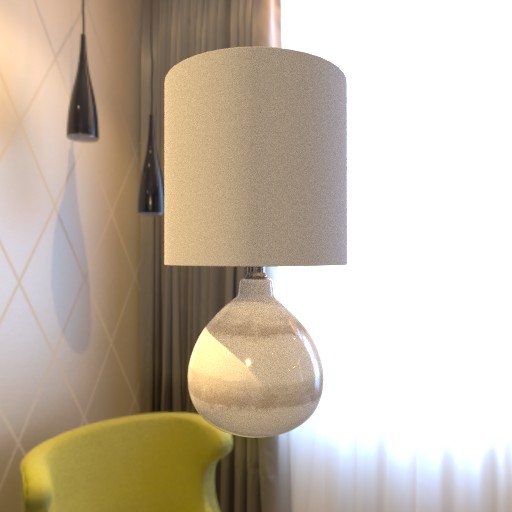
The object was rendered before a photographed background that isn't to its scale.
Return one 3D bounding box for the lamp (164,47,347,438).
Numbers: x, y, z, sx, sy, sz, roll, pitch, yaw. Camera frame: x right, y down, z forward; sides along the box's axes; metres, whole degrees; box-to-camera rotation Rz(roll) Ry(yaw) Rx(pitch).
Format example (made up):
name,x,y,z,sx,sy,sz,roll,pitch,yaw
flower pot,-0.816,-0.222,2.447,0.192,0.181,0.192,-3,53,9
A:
name,x,y,z,sx,sy,sz,roll,pitch,yaw
lamp,0.000,0.000,0.535,0.217,0.404,0.217,0,0,-1
